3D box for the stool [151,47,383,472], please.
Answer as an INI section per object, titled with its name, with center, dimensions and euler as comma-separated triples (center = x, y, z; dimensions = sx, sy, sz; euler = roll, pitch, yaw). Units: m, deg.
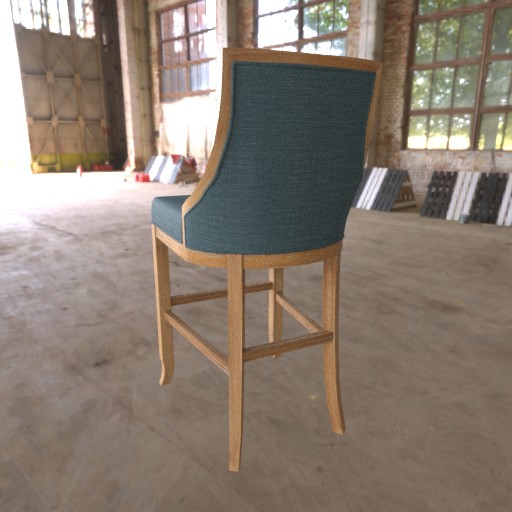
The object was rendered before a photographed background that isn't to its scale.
[stool]
center = 0.000, 0.000, 1.407
dimensions = 0.524, 1.101, 0.626
euler = -7, 17, -25
